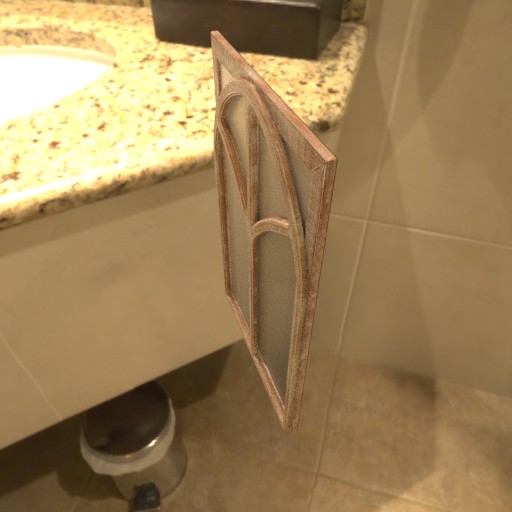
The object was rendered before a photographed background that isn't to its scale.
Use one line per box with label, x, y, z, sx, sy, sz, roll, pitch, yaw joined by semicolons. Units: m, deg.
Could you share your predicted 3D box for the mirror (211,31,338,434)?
mirror;0.000;0.000;0.984;0.058;0.787;0.495;-15;47;-15
